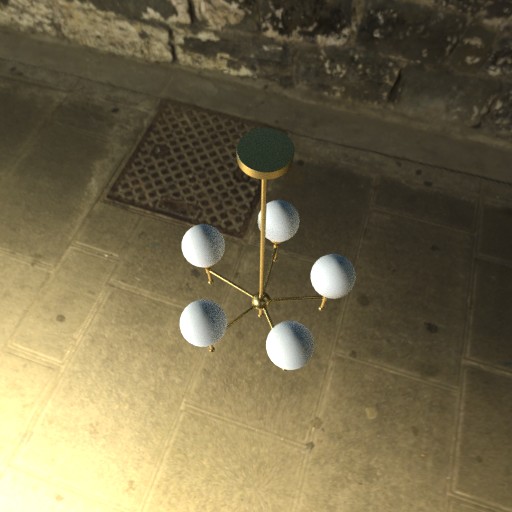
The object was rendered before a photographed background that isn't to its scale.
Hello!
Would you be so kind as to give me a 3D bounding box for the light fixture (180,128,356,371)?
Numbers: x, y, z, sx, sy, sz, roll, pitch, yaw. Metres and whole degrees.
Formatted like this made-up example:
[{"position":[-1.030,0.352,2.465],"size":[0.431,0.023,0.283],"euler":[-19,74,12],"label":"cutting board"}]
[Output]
[{"position":[0.000,0.000,1.828],"size":[0.785,1.331,0.815],"euler":[30,66,15],"label":"light fixture"}]
